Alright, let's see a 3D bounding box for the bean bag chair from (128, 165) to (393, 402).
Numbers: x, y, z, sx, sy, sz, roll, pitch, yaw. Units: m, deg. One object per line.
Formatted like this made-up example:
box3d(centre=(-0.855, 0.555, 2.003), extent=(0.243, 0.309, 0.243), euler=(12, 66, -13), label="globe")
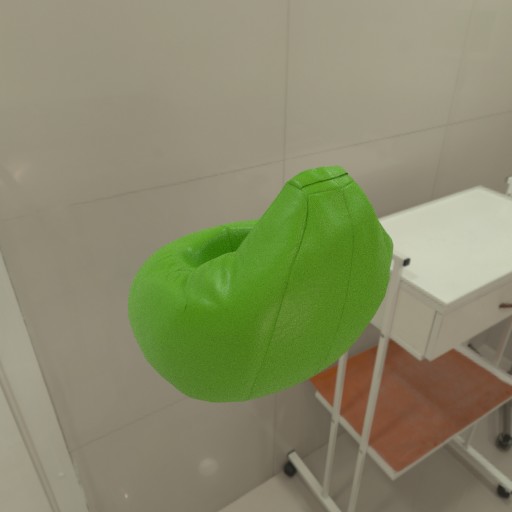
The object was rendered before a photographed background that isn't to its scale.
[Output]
box3d(centre=(0.000, 0.000, 1.875), extent=(1.070, 0.990, 1.070), euler=(-18, 35, -28), label="bean bag chair")
